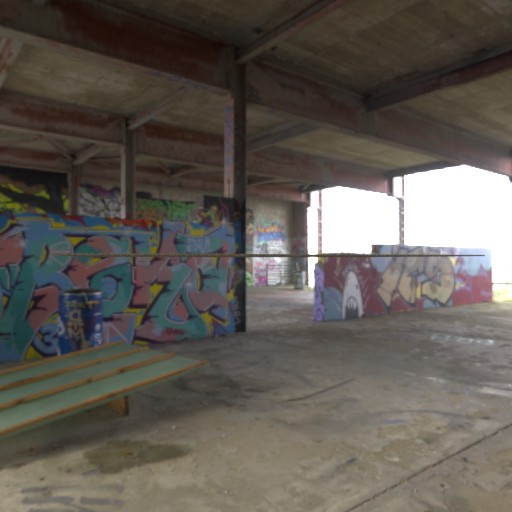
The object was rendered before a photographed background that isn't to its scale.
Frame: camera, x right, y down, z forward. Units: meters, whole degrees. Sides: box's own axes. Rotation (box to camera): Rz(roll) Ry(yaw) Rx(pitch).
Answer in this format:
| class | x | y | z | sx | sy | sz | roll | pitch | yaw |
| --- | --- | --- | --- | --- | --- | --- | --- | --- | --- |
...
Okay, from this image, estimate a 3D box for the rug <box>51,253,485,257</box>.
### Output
| class | x | y | z | sx | sy | sz | roll | pitch | yaw |
| --- | --- | --- | --- | --- | --- | --- | --- | --- | --- |
| rug | 0.000 | 0.000 | 2.218 | 1.747 | 0.006 | 1.143 | 0 | 0 | -18 |
